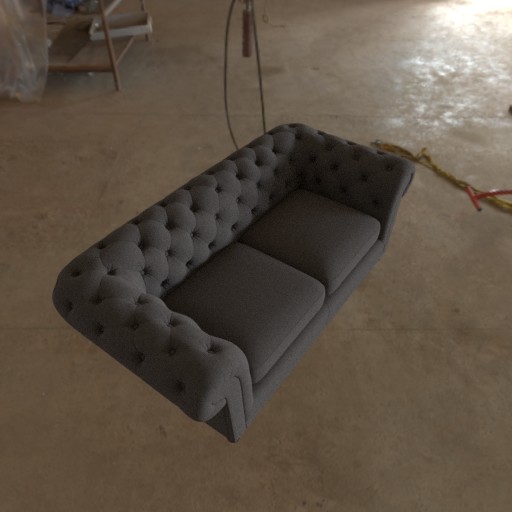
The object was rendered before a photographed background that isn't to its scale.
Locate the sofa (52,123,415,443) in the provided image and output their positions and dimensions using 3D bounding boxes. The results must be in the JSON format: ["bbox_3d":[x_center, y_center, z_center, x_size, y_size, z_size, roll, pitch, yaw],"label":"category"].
[{"bbox_3d":[0.000,0.000,2.502,0.986,0.764,1.998,26,49,26],"label":"sofa"}]
